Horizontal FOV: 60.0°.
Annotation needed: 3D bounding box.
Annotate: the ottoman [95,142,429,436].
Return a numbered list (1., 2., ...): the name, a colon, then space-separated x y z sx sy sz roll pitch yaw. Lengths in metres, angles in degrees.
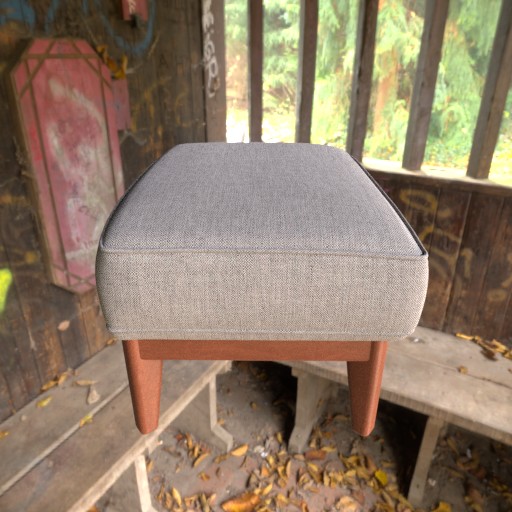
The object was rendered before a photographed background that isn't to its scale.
1. ottoman: 0.000 0.000 1.068 0.555 0.458 0.750 0 25 1
